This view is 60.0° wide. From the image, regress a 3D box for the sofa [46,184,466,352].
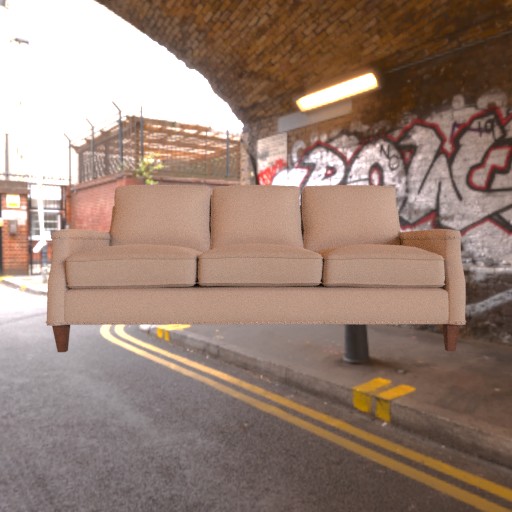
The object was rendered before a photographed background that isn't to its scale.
[{"bbox_3d":[0.000,0.000,2.862,2.246,1.003,1.084,0,2,-1],"label":"sofa"}]
